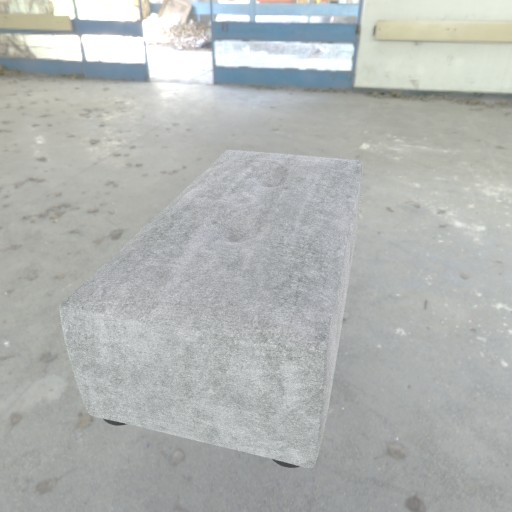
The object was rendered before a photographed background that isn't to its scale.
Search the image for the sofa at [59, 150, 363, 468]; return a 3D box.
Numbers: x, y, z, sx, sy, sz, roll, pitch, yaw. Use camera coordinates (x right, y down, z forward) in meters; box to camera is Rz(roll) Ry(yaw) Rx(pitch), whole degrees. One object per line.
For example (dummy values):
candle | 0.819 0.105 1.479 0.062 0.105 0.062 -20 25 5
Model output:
sofa | 0.000 0.000 1.143 0.480 0.330 0.930 8 31 13
